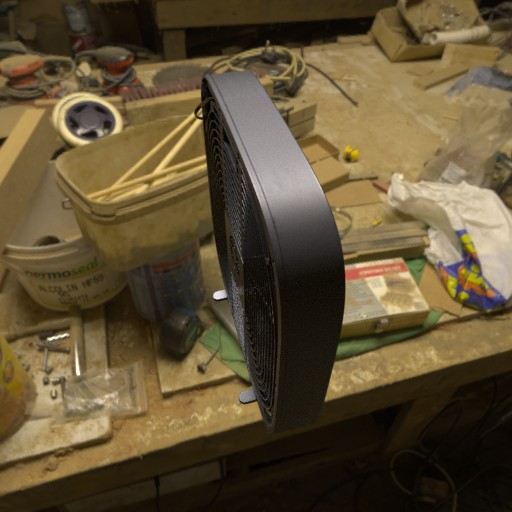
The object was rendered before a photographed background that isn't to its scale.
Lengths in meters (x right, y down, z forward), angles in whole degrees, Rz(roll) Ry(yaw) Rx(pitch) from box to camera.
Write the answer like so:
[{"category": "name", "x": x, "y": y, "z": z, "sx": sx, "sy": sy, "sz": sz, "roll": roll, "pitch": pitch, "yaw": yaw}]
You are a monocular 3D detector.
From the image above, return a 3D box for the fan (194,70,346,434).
[{"category": "fan", "x": 0.000, "y": 0.000, "z": 0.799, "sx": 0.142, "sy": 0.533, "sz": 0.526, "roll": -11, "pitch": 47, "yaw": -10}]
